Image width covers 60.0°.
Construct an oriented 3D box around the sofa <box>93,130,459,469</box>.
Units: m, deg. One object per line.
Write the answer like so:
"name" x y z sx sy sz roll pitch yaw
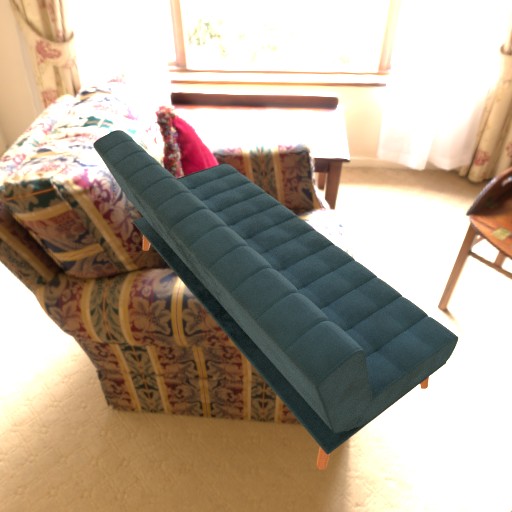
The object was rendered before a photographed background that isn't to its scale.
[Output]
"sofa" 0.000 0.000 2.226 0.855 0.813 1.804 -25 47 -26
